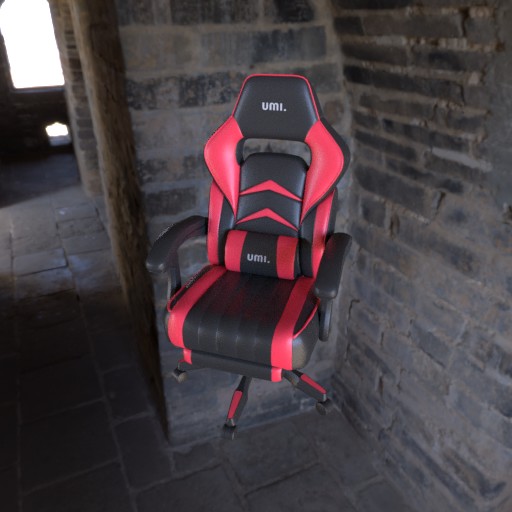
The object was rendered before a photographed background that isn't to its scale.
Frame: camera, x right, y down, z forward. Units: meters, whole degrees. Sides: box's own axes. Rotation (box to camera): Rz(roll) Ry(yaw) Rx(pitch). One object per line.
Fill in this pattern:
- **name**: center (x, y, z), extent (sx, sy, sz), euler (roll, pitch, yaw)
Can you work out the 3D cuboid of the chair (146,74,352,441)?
- **chair**: center (0.000, 0.000, 1.662), extent (0.700, 1.220, 0.700), euler (8, 28, 15)
